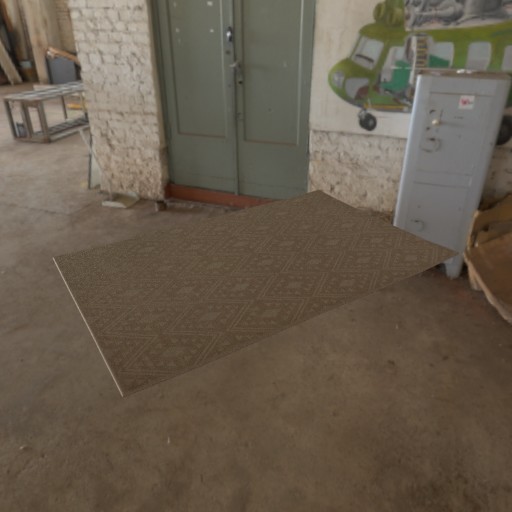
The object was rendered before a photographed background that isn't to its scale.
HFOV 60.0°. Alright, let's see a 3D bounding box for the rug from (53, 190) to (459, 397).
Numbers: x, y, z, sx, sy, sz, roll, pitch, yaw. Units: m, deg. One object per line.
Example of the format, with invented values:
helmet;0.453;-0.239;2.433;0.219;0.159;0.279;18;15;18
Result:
rug;0.000;0.000;3.141;2.430;0.053;1.553;-17;33;-28
